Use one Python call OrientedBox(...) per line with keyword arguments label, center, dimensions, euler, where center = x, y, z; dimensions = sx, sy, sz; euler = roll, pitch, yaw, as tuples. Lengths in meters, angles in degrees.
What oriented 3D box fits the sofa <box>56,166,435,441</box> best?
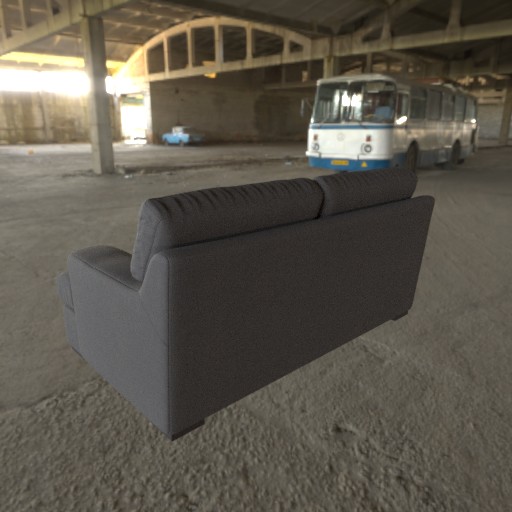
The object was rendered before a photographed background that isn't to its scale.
OrientedBox(label="sofa", center=(0.000, 0.000, 2.466), dimensions=(1.880, 0.940, 1.143), euler=(-15, 22, -40))
